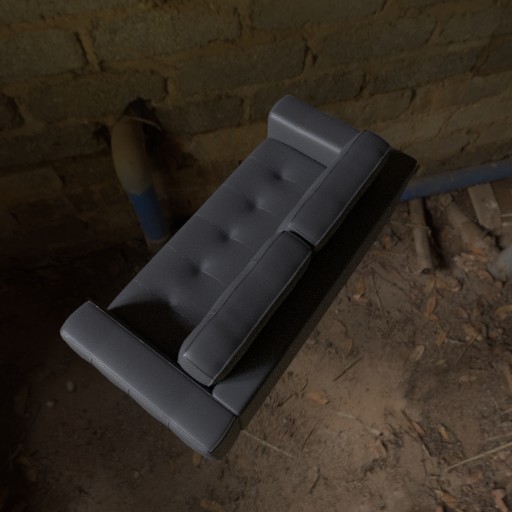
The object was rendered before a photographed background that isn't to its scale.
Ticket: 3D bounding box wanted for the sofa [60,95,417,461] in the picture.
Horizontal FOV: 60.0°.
[{"bbox_3d":[0.000,0.000,2.200,0.833,0.893,1.726,33,67,16],"label":"sofa"}]
